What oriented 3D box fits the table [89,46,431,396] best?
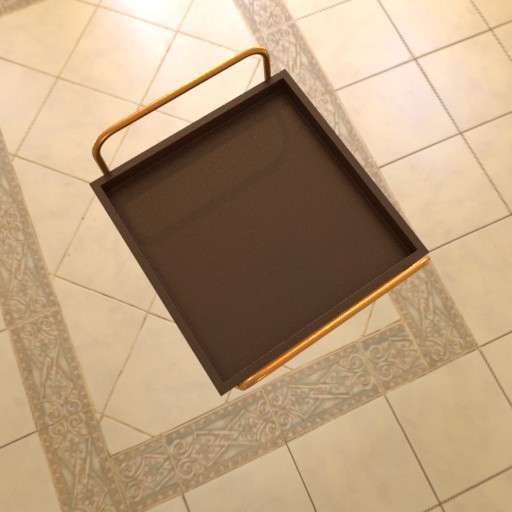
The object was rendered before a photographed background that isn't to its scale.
[{"bbox_3d":[0.000,0.000,0.973,0.430,0.710,0.430,-33,78,-8],"label":"table"}]
